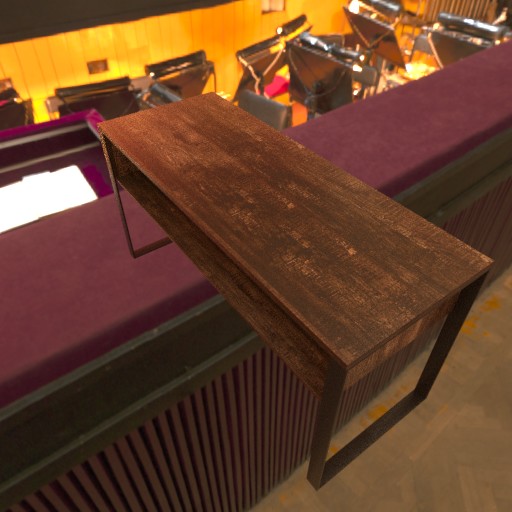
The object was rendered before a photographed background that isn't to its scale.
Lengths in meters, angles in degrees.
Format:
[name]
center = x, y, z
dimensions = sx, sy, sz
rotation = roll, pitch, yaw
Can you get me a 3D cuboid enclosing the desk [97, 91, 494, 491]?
[desk]
center = 0.000, 0.000, 1.861
dimensions = 0.599, 0.762, 1.524
rotation = -26, 49, -26
